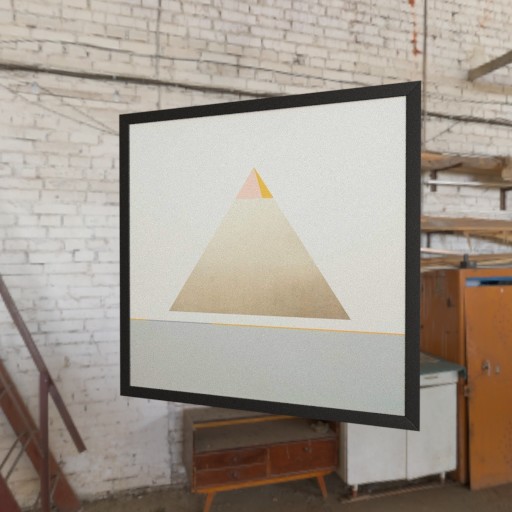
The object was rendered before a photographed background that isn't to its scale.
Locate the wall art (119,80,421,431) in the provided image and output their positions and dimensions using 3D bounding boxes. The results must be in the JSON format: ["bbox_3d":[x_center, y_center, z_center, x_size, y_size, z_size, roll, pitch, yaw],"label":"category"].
[{"bbox_3d":[0.000,0.000,0.738,0.513,0.511,0.028,0,1,18],"label":"wall art"}]
